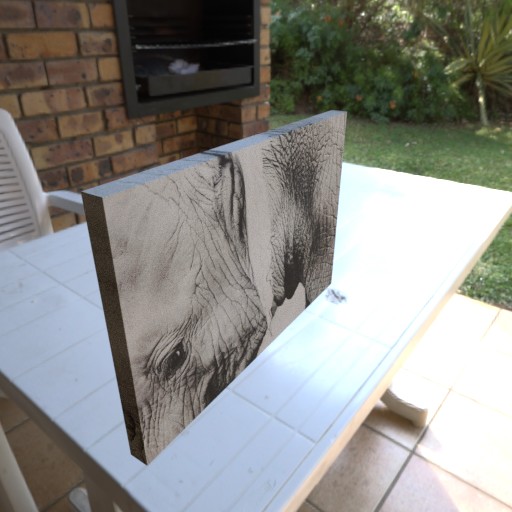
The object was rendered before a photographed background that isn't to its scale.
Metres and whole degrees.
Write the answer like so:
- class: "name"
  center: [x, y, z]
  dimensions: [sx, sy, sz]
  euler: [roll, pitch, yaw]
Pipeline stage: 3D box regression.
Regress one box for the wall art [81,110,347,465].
- class: "wall art"
  center: [0.000, 0.000, 0.778]
  dimensions: [0.035, 0.407, 0.613]
  euler: [17, 32, 30]
